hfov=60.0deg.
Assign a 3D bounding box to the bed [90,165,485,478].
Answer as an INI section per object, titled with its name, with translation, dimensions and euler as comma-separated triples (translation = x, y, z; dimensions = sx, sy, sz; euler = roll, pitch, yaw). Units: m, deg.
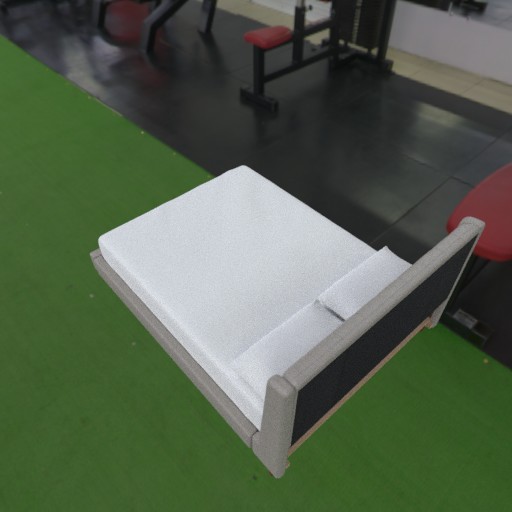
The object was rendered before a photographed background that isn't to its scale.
[bed]
translation = 0.000, 0.000, 3.199
dimensions = 1.656, 1.147, 2.232
euler = -32, 54, -28
